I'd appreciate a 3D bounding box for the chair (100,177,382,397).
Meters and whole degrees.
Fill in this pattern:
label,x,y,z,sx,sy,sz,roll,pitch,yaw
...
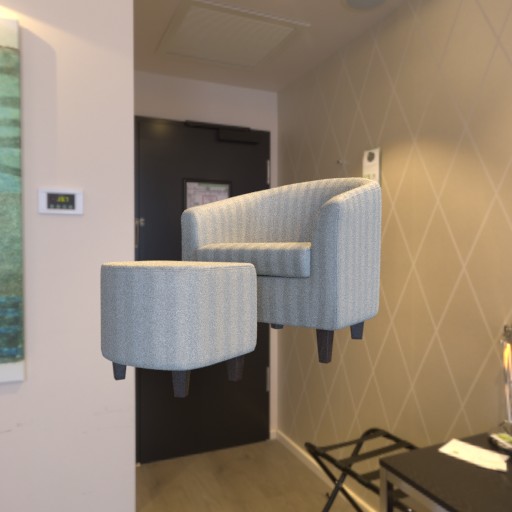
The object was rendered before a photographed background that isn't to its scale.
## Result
label,x,y,z,sx,sy,sz,roll,pitch,yaw
chair,0.000,0.000,1.738,0.756,0.757,1.288,1,1,36
